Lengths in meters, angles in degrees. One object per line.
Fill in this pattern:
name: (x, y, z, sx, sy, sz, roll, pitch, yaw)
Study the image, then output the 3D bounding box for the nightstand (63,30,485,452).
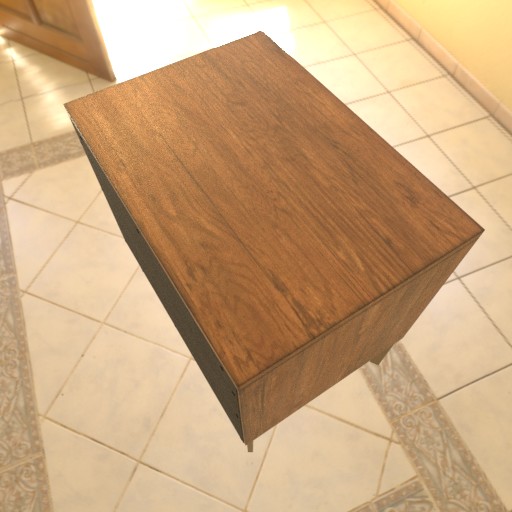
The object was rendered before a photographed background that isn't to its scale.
nightstand: (0.000, 0.000, 0.994, 0.446, 0.610, 0.610, -29, 62, -17)
